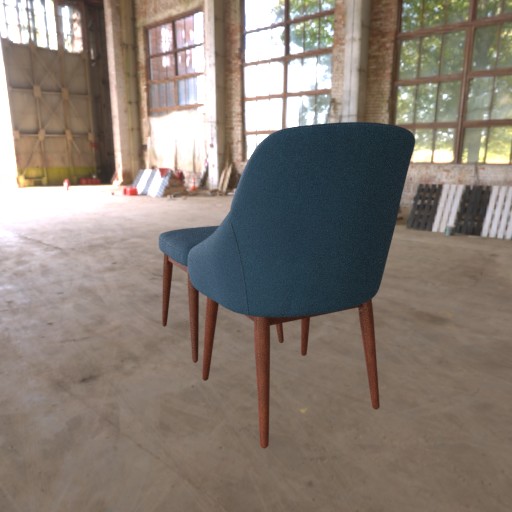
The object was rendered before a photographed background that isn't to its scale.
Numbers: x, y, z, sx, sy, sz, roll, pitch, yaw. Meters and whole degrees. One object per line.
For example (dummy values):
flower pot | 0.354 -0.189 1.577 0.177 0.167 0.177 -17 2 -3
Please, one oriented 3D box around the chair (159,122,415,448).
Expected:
chair | 0.000 0.000 1.597 0.584 0.866 1.114 -7 15 -27
